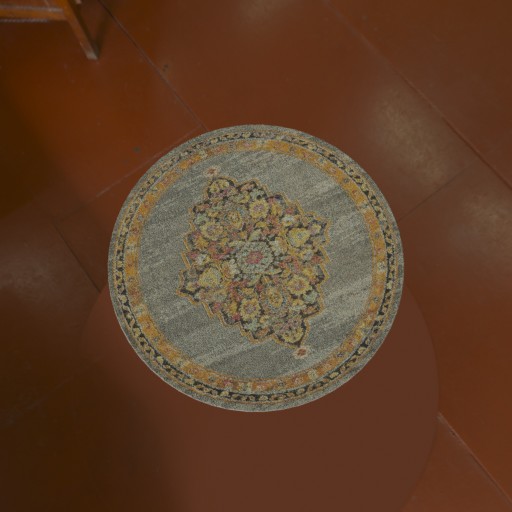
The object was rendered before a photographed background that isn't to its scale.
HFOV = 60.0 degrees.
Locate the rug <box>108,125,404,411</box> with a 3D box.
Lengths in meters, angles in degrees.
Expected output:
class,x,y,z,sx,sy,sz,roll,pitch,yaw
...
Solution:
class,x,y,z,sx,sy,sz,roll,pitch,yaw
rug,0.000,0.000,2.401,1.598,0.010,1.598,0,75,0
